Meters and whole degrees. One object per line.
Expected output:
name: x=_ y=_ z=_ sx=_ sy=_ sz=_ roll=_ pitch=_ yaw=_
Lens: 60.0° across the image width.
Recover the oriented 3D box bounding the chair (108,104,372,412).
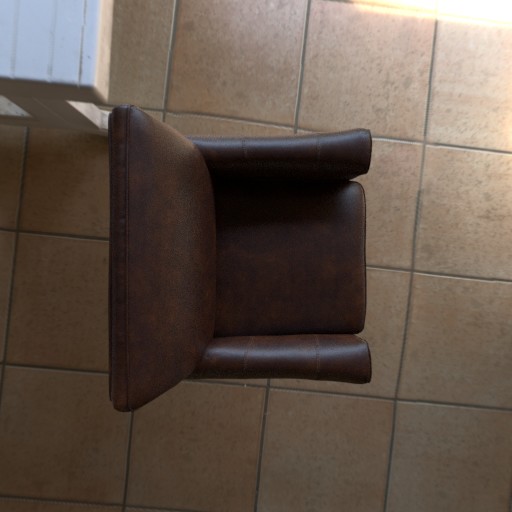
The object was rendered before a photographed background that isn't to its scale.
chair: x=0.000 y=0.000 z=1.635 sx=0.823 sy=0.943 sz=0.870 roll=0 pitch=90 yaw=-2
